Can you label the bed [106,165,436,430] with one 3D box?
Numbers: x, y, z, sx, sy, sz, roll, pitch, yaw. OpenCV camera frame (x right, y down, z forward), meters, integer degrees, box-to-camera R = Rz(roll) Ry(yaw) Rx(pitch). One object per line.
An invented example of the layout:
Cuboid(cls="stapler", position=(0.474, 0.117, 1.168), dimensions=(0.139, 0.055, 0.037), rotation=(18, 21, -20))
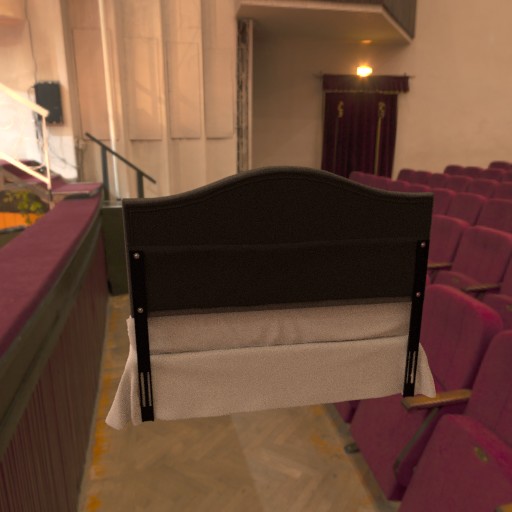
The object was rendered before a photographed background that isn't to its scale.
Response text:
Cuboid(cls="bed", position=(0.000, 0.000, 3.855), dimensions=(2.314, 1.651, 2.219), rotation=(-2, 15, -9))
